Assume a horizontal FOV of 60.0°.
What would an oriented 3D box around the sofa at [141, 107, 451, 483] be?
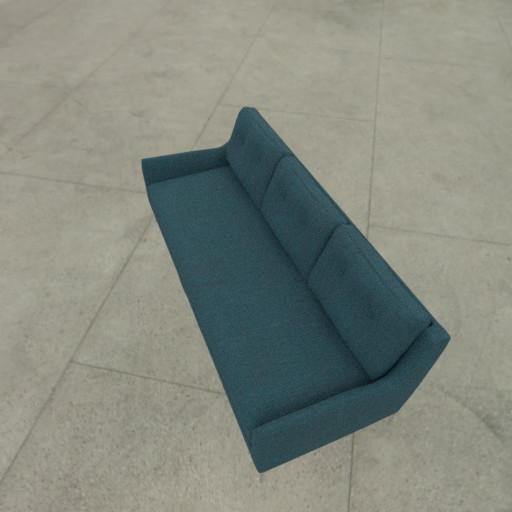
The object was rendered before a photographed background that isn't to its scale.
[{"bbox_3d":[0.000,0.000,2.539,0.849,0.837,2.060,-17,49,-16],"label":"sofa"}]
